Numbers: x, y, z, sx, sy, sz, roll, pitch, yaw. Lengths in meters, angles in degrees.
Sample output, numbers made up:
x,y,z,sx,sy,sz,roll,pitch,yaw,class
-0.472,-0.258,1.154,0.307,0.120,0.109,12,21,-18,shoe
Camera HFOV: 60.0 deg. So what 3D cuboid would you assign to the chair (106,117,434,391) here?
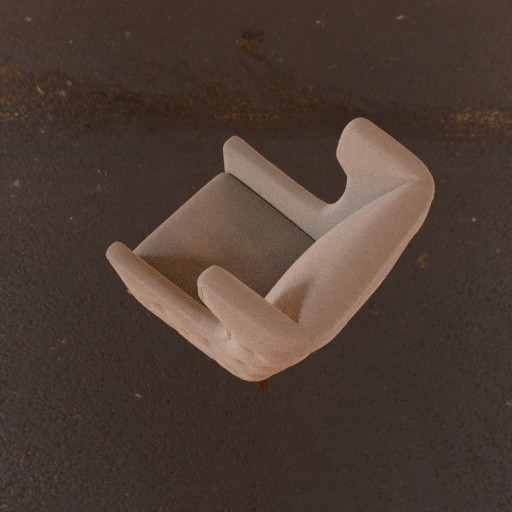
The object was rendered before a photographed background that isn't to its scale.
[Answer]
x,y,z,sx,sy,sz,roll,pitch,yaw,class
0.000,0.000,1.702,0.899,1.079,0.778,37,68,17,chair
